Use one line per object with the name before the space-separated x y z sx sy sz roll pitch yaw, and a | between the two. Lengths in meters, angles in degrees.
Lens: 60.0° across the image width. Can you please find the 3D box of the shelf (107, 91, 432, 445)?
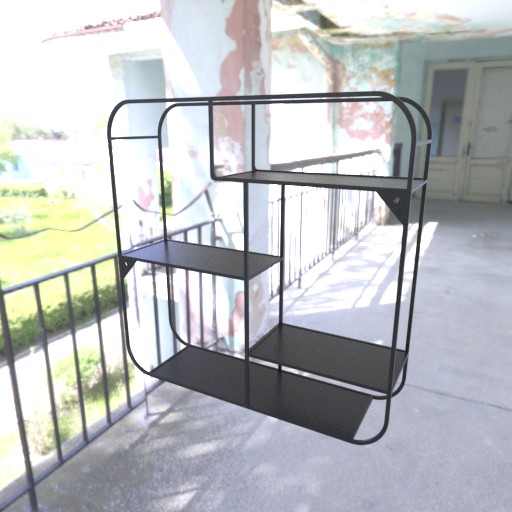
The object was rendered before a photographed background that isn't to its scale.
shelf | 0.000 0.000 0.894 0.600 0.600 0.160 9 19 27
